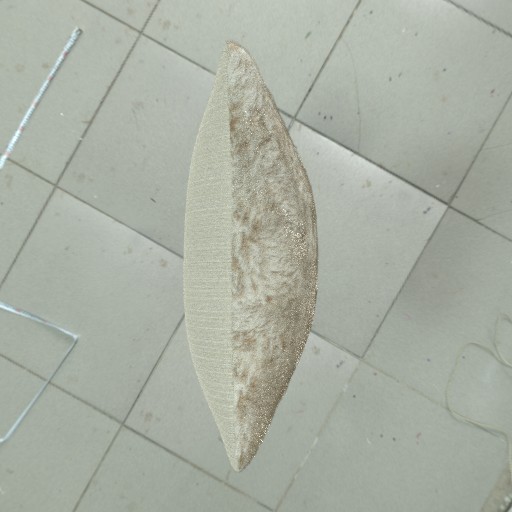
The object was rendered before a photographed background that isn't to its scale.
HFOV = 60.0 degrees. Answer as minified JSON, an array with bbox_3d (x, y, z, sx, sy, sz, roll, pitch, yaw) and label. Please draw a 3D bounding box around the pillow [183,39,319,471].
[{"bbox_3d":[0.000,0.000,0.789,0.216,0.525,0.538,0,90,1],"label":"pillow"}]
